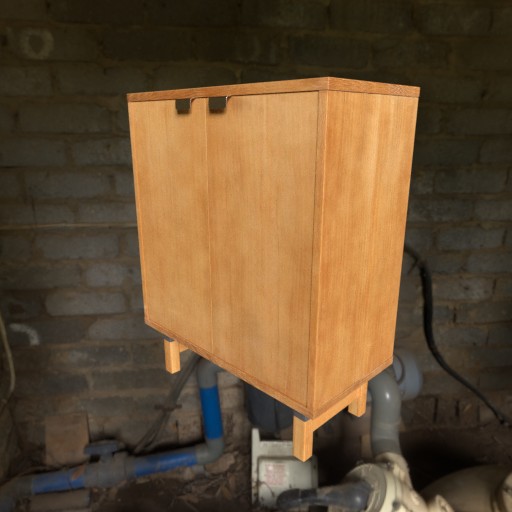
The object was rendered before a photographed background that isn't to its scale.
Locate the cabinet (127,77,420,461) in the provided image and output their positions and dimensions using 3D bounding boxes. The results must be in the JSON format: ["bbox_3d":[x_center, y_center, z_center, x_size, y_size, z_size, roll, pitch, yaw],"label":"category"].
[{"bbox_3d":[0.000,0.000,1.431,0.419,1.001,0.800,-16,23,-42],"label":"cabinet"}]
